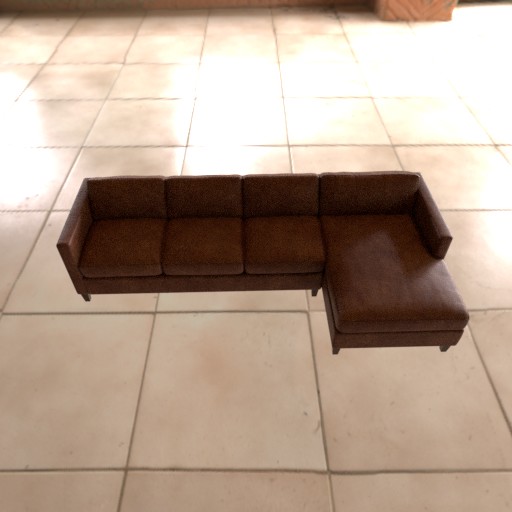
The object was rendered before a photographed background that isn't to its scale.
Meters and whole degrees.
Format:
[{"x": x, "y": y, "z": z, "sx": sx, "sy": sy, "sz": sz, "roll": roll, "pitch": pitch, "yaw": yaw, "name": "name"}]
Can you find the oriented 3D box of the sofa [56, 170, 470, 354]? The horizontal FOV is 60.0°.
[{"x": 0.000, "y": 0.000, "z": 3.859, "sx": 3.203, "sy": 0.883, "sz": 1.581, "roll": -1, "pitch": 45, "yaw": -1, "name": "sofa"}]
